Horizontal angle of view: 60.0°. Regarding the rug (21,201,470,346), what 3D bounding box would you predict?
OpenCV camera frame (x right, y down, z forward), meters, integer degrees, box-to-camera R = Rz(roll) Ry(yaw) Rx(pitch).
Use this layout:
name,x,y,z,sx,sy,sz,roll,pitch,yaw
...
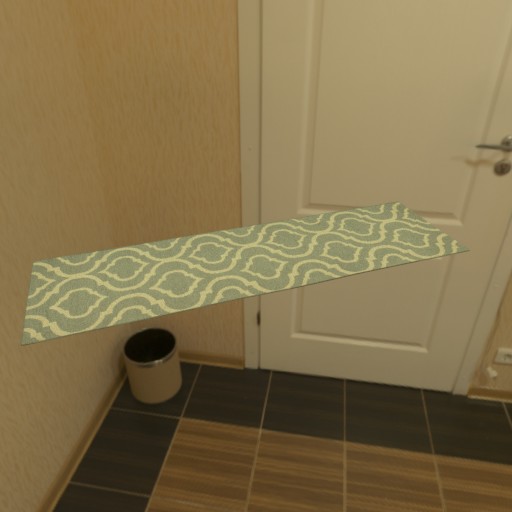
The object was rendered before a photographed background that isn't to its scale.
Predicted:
name,x,y,z,sx,sy,sz,roll,pitch,yaw
rug,0.000,0.000,2.399,2.275,0.009,0.684,-10,33,-16
